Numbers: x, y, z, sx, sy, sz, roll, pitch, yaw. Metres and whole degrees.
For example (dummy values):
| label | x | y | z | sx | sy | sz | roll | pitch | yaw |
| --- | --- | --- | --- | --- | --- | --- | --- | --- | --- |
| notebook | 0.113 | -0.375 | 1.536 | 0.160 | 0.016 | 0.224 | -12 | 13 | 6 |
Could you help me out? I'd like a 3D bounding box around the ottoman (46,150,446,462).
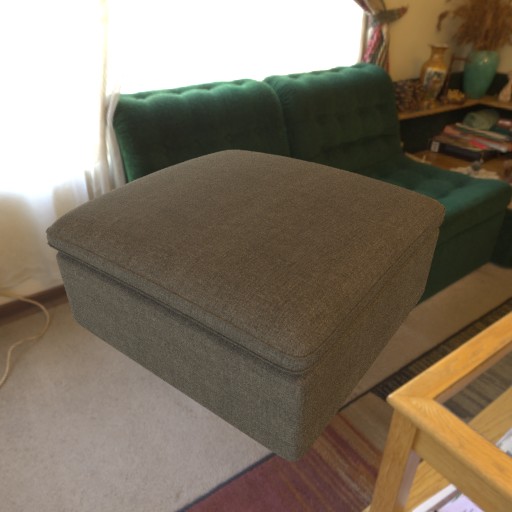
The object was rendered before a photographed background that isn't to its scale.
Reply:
| label | x | y | z | sx | sy | sz | roll | pitch | yaw |
| --- | --- | --- | --- | --- | --- | --- | --- | --- | --- |
| ottoman | 0.000 | 0.000 | 1.682 | 1.067 | 0.559 | 1.067 | 21 | 37 | 31 |
